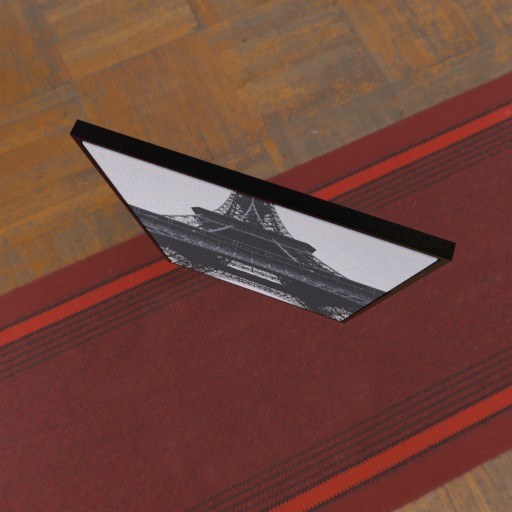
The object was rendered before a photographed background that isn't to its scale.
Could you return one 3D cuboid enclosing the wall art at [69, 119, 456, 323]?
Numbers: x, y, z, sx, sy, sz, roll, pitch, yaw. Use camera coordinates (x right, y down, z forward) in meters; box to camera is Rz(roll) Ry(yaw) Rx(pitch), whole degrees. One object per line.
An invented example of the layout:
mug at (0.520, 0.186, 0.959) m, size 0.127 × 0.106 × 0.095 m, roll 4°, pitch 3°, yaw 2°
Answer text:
wall art at (0.000, 0.000, 1.396) m, size 0.805 × 1.062 × 0.040 m, roll 19°, pitch 76°, yaw 5°
